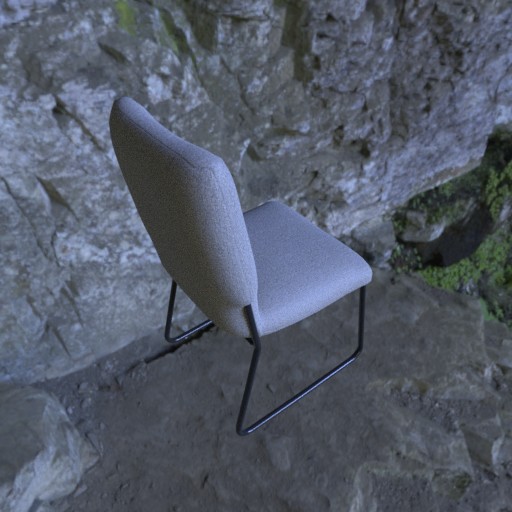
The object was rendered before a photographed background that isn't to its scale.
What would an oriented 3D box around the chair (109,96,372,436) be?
[{"bbox_3d":[0.000,0.000,1.205,0.560,0.864,0.448,-26,46,-28],"label":"chair"}]
